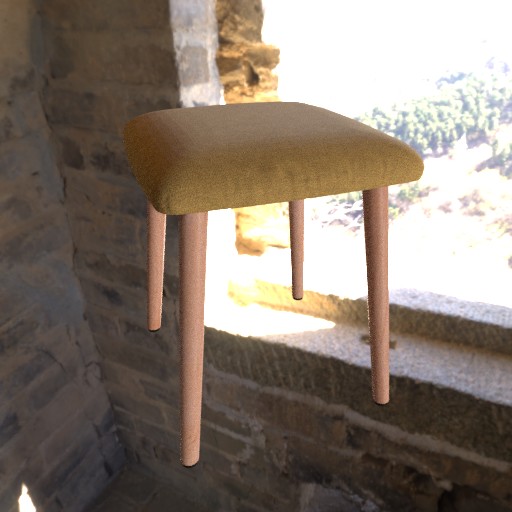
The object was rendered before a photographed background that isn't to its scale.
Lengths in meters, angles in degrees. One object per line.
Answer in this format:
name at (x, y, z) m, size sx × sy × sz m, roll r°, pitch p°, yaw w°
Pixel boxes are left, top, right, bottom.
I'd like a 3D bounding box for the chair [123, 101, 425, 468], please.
chair at (0.000, 0.000, 0.709) m, size 0.350 × 0.440 × 0.350 m, roll -10°, pitch 31°, yaw -18°
